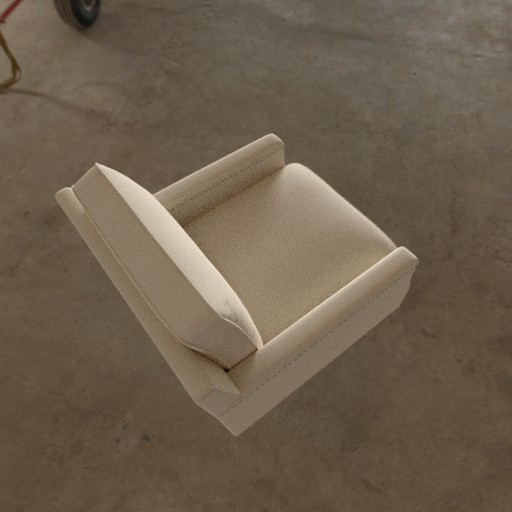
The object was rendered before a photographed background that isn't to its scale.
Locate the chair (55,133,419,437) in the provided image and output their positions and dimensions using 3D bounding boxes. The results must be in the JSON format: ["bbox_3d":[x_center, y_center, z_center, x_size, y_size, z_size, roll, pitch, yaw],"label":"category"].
[{"bbox_3d":[0.000,0.000,1.697,1.014,0.943,0.853,-33,63,-20],"label":"chair"}]
